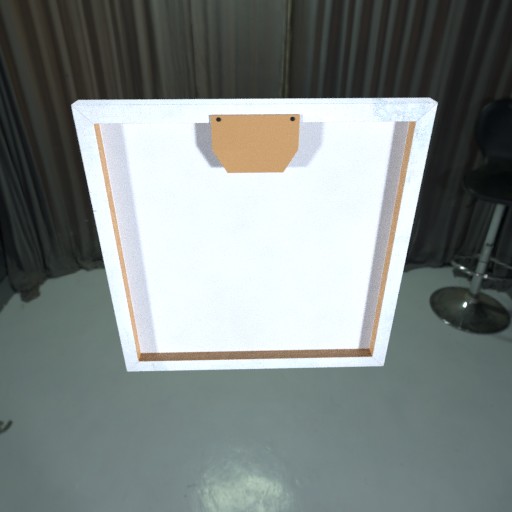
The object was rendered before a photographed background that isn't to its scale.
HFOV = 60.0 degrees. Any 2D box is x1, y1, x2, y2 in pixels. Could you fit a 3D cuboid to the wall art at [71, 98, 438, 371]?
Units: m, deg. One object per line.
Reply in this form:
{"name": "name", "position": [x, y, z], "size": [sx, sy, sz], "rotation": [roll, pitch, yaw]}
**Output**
{"name": "wall art", "position": [0.000, 0.000, 0.899], "size": [0.605, 0.605, 0.044], "rotation": [-1, 31, -1]}
